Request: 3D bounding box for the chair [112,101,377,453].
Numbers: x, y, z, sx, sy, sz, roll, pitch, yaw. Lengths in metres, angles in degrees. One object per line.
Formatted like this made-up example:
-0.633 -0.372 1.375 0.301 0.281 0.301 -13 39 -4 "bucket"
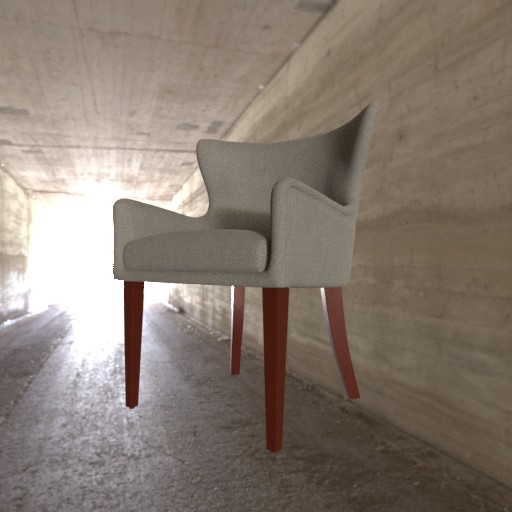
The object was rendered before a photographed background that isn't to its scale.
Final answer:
0.000 0.000 1.453 0.732 0.948 0.677 0 -1 36 "chair"
